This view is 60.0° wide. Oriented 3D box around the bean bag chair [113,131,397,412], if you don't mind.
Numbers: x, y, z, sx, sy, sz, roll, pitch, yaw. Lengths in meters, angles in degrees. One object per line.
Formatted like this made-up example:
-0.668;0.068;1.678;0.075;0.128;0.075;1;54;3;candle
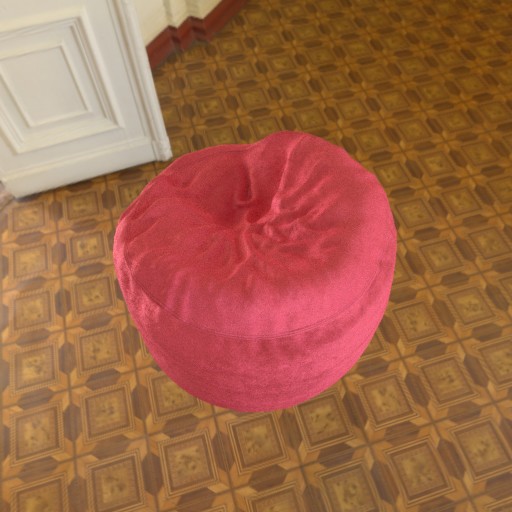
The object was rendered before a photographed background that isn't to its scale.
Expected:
0.000;0.000;1.991;1.218;0.788;1.218;0;58;0;bean bag chair
